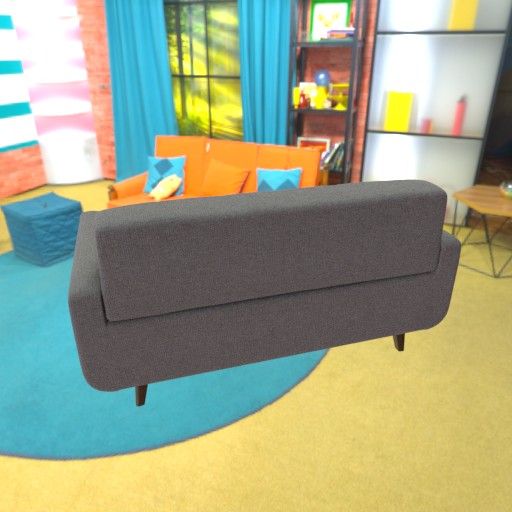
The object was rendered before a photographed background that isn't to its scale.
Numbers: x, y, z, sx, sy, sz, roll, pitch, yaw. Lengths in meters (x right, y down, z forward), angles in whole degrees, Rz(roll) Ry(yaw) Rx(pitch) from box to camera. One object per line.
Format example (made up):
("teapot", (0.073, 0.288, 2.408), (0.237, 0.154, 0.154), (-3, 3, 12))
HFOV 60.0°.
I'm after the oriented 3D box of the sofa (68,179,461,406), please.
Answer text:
("sofa", (0.000, 0.000, 2.174), (1.631, 0.841, 0.909), (-7, 26, -15))
